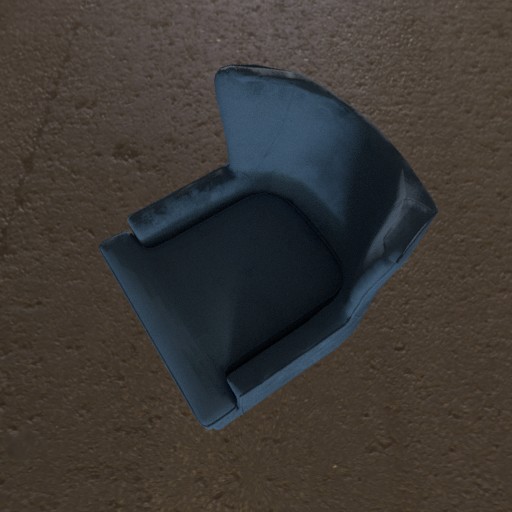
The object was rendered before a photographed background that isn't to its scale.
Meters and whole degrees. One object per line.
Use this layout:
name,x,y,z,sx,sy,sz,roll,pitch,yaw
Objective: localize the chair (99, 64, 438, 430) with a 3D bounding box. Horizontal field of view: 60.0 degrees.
chair,0.000,0.000,1.570,0.910,0.952,0.793,-31,68,-14
